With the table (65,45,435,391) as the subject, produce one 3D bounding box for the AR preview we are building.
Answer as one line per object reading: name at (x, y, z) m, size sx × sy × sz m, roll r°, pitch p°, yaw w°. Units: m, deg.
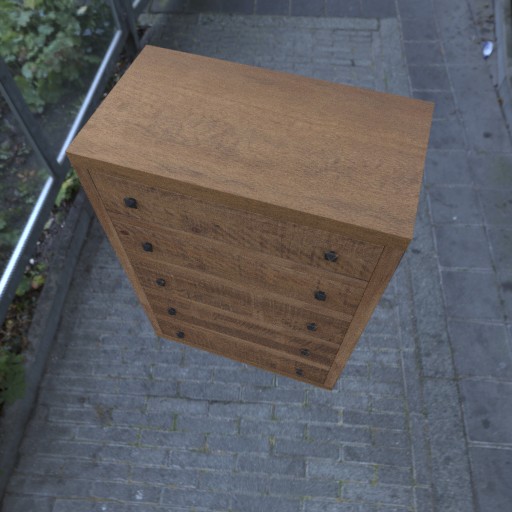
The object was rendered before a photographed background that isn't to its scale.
table at (0.000, 0.000, 1.751) m, size 0.901 × 1.294 × 0.524 m, roll 15°, pitch 59°, yaw 9°
